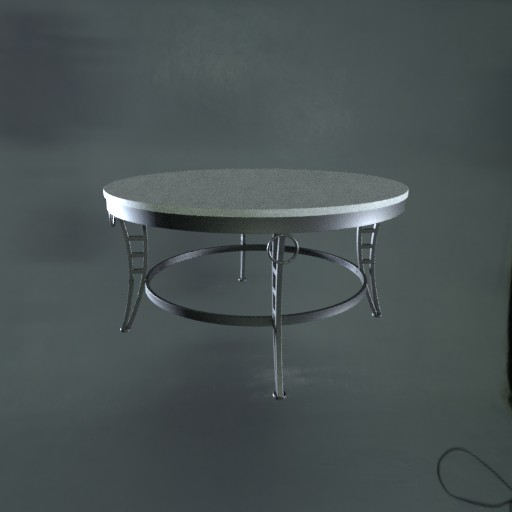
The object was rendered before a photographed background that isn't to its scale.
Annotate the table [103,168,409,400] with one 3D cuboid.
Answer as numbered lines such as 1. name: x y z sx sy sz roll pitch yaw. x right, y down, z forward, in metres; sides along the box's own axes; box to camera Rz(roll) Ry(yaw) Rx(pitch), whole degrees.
1. table: 0.000 0.000 1.427 0.889 0.470 0.889 0 17 0
